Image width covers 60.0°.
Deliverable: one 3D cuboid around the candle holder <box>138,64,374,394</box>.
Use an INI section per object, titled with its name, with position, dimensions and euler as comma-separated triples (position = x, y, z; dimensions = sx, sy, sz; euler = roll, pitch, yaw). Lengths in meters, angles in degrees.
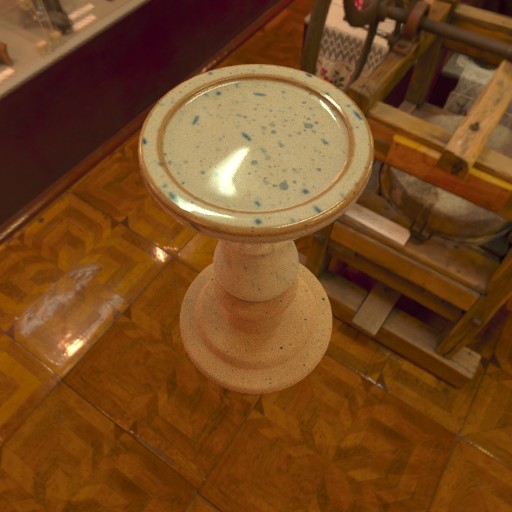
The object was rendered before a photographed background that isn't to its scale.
[candle holder]
position = 0.000, 0.000, 0.280
dimensions = 0.123, 0.202, 0.123
euler = 0, 58, 0
